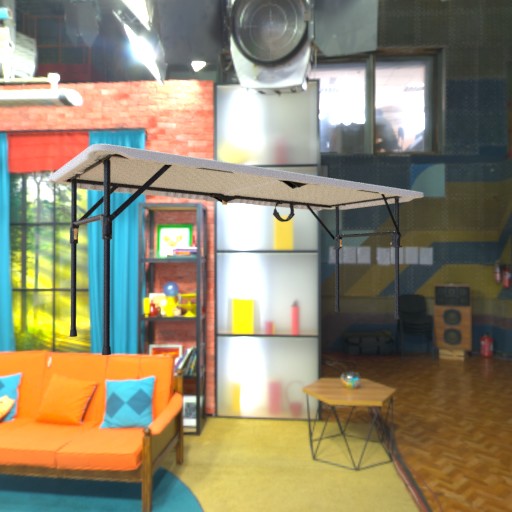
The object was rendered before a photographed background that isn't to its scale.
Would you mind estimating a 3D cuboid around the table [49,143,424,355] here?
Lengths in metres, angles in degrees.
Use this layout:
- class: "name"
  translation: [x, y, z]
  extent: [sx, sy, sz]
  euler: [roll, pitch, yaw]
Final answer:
- class: "table"
  translation: [0.000, 0.000, 2.263]
  extent: [1.829, 0.719, 0.761]
  euler: [0, -1, -36]
